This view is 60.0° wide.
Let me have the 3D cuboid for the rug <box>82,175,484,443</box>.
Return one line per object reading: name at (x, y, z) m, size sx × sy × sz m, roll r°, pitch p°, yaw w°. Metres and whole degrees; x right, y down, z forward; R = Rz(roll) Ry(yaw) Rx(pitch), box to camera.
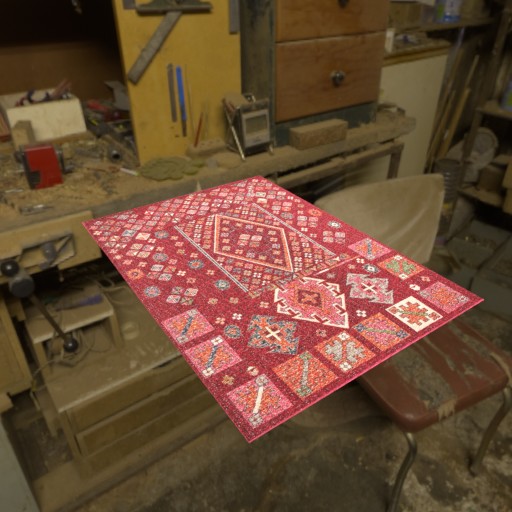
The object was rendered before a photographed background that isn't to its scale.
rug at (0.000, 0.000, 2.848) m, size 1.579 × 0.007 × 2.184 m, roll -20°, pitch 38°, yaw -29°
